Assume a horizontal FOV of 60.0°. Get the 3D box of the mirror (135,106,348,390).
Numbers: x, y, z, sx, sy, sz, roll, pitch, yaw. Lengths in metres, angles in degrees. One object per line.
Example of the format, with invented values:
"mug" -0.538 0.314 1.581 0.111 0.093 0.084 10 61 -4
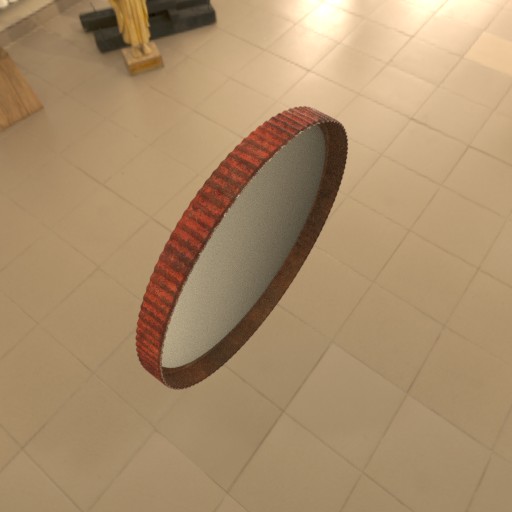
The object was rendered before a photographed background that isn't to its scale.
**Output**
"mirror" 0.000 0.000 0.907 0.056 0.609 0.609 33 64 18
